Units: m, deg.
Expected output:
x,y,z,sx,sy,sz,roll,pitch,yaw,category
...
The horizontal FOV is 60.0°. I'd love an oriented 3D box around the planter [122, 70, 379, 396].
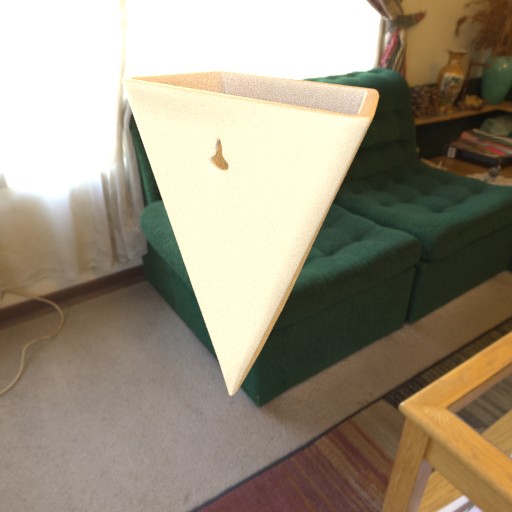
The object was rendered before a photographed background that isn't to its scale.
x,y,z,sx,sy,sz,roll,pitch,yaw,category
0.000,0.000,0.272,0.150,0.197,0.060,22,37,33,planter
